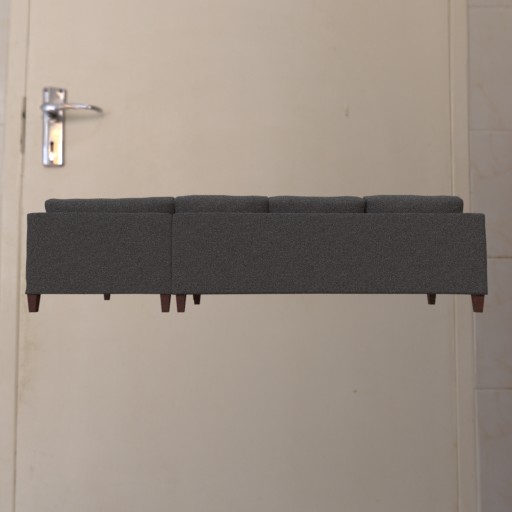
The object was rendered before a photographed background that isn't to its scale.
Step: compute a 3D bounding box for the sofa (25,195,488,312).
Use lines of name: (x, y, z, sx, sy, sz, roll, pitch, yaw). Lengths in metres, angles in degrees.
sofa: (0.000, 0.000, 3.845, 3.186, 0.846, 1.625, 0, -3, 0)
